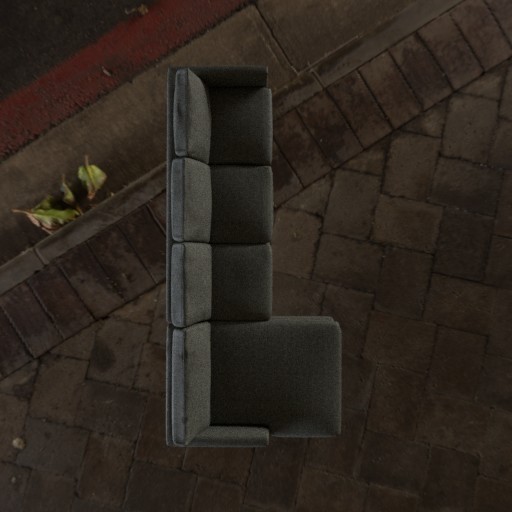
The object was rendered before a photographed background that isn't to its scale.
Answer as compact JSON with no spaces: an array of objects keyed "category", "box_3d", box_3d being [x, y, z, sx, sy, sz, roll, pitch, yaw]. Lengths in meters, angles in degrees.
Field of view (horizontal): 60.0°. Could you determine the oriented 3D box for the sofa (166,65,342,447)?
[{"category":"sofa","box_3d":[0.000,0.000,4.255,1.635,0.960,3.485,0,89,1]}]
